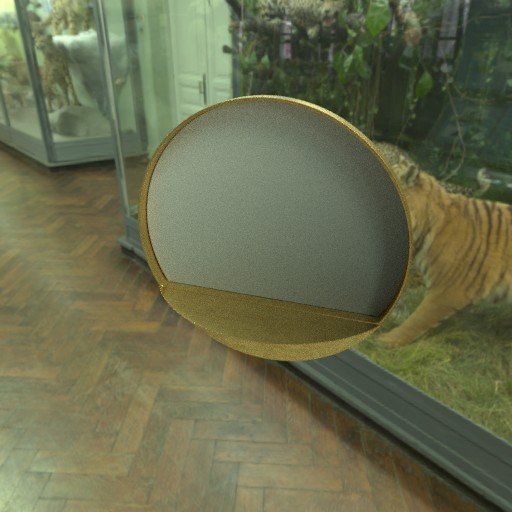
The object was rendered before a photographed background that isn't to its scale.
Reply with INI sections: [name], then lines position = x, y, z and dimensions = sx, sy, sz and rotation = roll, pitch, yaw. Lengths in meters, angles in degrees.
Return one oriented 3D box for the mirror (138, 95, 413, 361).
[mirror]
position = 0.000, 0.000, 0.686
dimensions = 0.457, 0.457, 0.133
rotation = 8, 28, 16
